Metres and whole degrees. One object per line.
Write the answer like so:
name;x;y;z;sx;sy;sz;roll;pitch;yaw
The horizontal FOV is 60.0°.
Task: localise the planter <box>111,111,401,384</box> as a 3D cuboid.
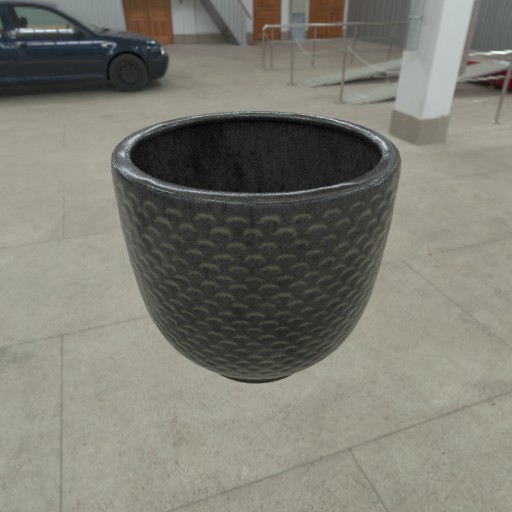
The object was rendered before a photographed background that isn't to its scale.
planter;0.000;0.000;0.310;0.172;0.160;0.172;0;31;0
